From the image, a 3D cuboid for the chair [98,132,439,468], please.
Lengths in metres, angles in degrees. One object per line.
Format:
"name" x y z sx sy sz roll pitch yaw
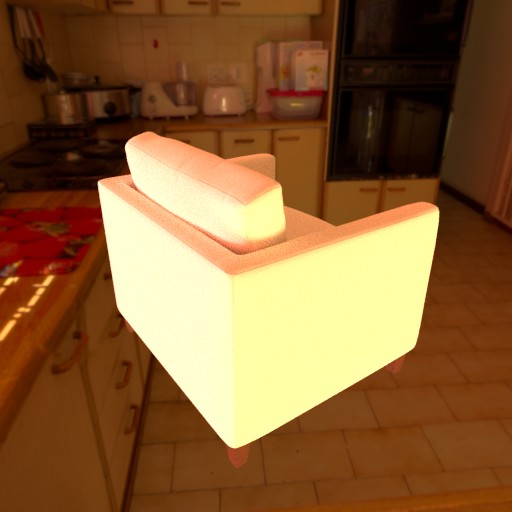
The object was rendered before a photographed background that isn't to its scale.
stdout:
"chair" 0.000 0.000 1.727 0.878 0.885 1.019 -17 31 -32
